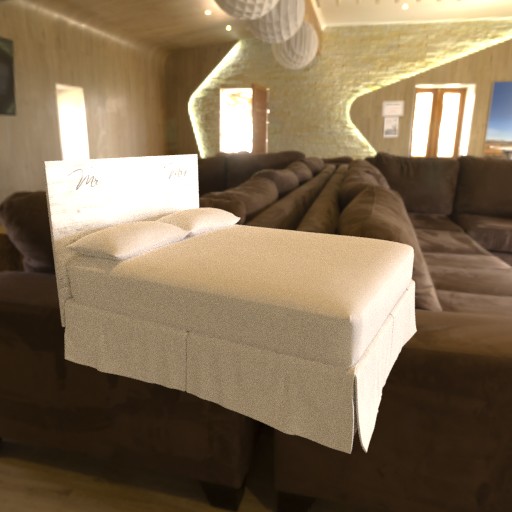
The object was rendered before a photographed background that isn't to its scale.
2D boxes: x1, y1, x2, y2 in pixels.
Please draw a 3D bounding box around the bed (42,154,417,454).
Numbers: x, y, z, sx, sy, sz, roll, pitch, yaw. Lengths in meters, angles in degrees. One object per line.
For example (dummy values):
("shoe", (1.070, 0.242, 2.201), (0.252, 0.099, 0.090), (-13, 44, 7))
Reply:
("bed", (0.000, 0.000, 3.142), (2.094, 1.335, 1.745), (8, 17, 27))
